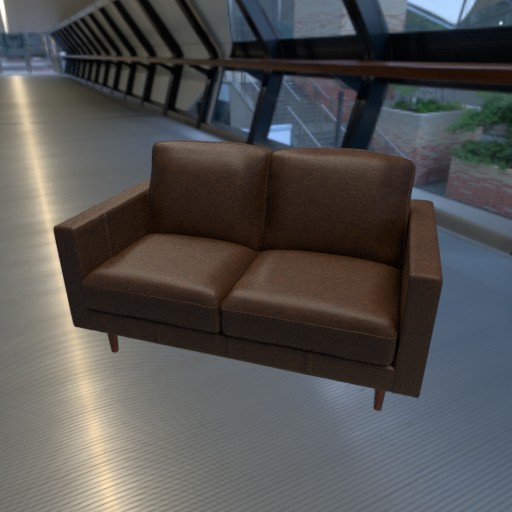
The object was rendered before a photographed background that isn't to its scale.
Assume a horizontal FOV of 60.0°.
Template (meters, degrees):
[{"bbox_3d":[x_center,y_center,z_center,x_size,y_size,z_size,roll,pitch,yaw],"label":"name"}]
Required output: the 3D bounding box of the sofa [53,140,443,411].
[{"bbox_3d":[0.000,0.000,2.132,1.578,0.951,0.909,8,27,16],"label":"sofa"}]
